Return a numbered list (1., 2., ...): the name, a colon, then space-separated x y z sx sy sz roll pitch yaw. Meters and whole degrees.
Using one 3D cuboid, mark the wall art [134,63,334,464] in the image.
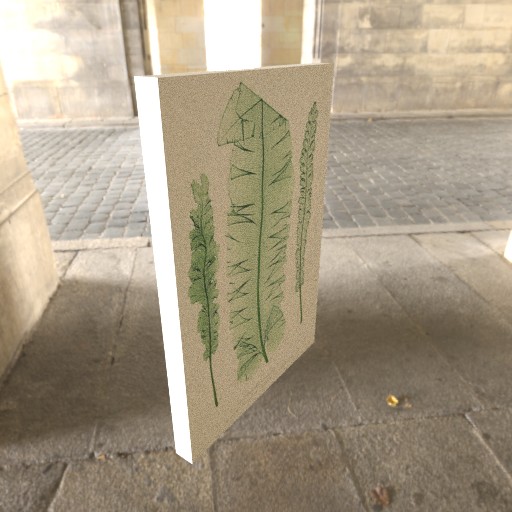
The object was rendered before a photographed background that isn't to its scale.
1. wall art: 0.000 0.000 0.780 0.038 0.608 0.418 18 31 32
